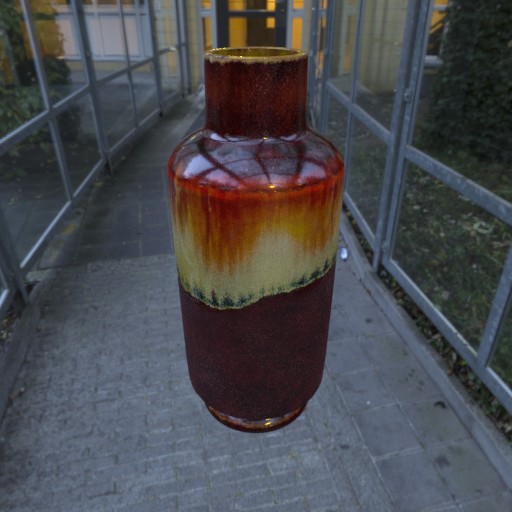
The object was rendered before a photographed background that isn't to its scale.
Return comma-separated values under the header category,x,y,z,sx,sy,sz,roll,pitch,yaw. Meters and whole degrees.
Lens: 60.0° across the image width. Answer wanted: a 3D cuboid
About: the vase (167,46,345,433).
category,x,y,z,sx,sy,sz,roll,pitch,yaw
vase,0.000,0.000,0.310,0.111,0.261,0.111,0,30,0
